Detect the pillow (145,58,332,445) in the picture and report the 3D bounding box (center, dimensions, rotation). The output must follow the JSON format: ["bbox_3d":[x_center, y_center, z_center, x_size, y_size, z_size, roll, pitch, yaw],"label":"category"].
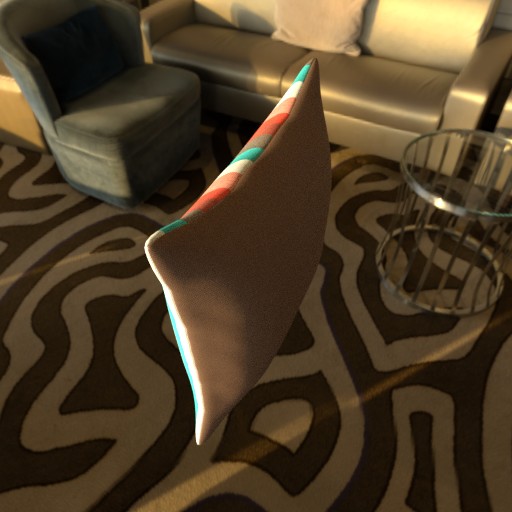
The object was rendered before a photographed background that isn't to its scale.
[{"bbox_3d":[0.000,0.000,0.685,0.168,0.443,0.453,18,48,17],"label":"pillow"}]
